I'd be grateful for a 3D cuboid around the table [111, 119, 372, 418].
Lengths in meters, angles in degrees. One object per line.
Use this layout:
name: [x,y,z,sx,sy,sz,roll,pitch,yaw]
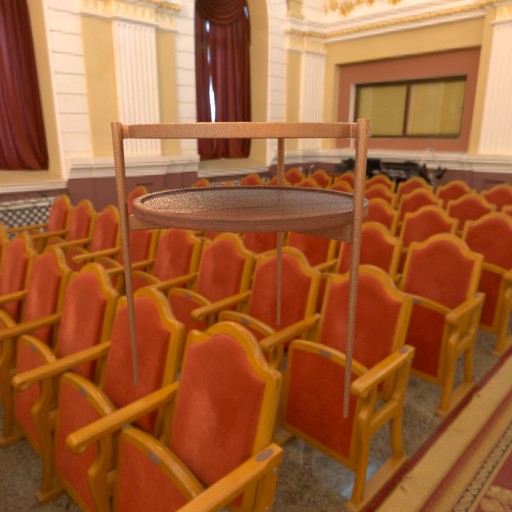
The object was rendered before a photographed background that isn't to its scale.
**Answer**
table: [0.000,0.000,0.853,0.430,0.493,0.456,-14,21,-43]
